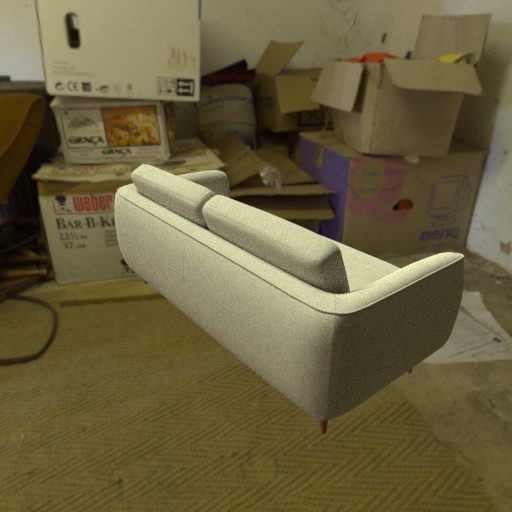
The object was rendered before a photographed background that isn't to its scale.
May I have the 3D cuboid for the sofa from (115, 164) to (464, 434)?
[{"bbox_3d":[0.000,0.000,2.483,0.920,0.850,2.000,-19,31,-34],"label":"sofa"}]
